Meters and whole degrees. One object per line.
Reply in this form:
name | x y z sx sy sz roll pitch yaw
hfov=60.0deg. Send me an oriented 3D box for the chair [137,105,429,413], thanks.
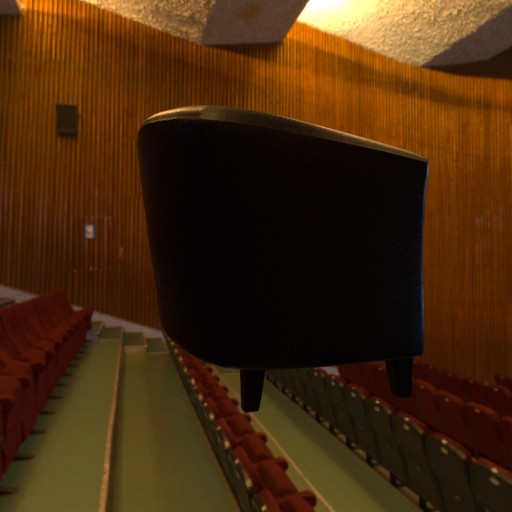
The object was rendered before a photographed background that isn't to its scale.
chair | 0.000 0.000 1.398 0.727 0.756 0.793 0 -1 -16
